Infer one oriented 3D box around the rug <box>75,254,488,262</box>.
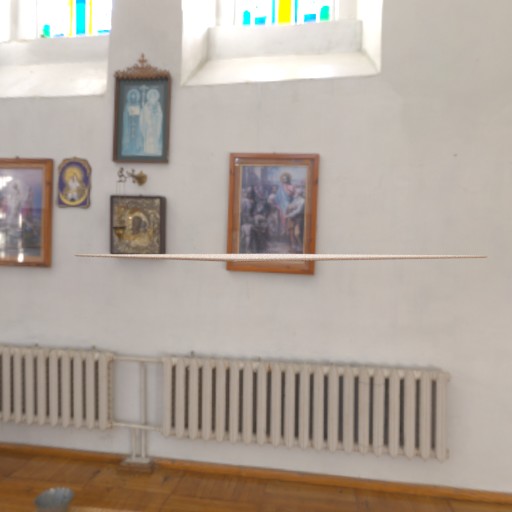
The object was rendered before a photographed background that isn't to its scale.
[{"bbox_3d":[0.000,0.000,4.093,2.462,0.018,3.039,0,1,-36],"label":"rug"}]
